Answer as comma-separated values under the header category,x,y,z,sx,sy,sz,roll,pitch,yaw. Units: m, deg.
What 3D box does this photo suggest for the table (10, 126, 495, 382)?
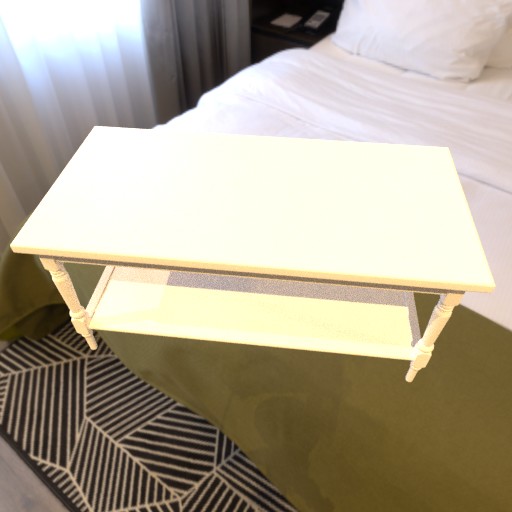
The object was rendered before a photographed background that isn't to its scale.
category,x,y,z,sx,sy,sz,roll,pitch,yaw
table,0.000,0.000,1.372,1.107,0.510,0.550,5,46,5
